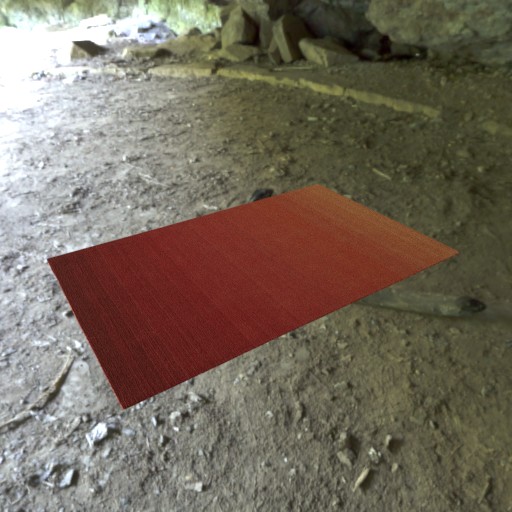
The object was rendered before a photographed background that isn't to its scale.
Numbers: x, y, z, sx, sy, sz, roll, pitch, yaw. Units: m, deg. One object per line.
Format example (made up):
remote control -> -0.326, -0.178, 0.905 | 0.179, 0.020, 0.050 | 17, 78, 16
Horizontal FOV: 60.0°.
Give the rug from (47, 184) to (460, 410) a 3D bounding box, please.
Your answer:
rug -> 0.000, 0.000, 3.080 | 2.442, 0.010, 1.531 | -19, 36, -28
